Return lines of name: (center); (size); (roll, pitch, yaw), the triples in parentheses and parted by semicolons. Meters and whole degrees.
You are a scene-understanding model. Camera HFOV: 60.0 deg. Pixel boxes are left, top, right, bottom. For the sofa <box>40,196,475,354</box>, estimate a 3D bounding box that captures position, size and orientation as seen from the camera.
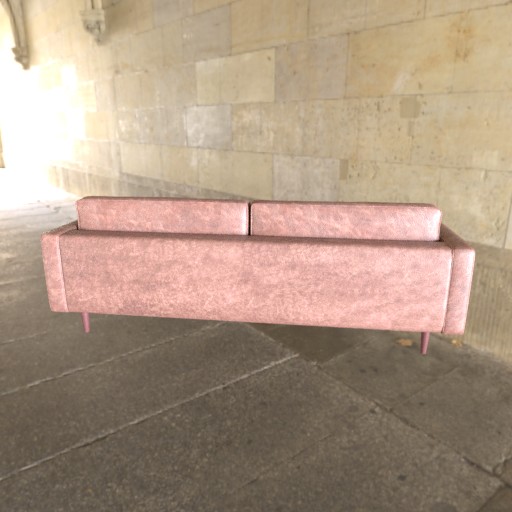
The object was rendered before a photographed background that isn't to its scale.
sofa: (0.000, 0.000, 2.677); (2.210, 0.762, 0.914); (2, 17, 7)
